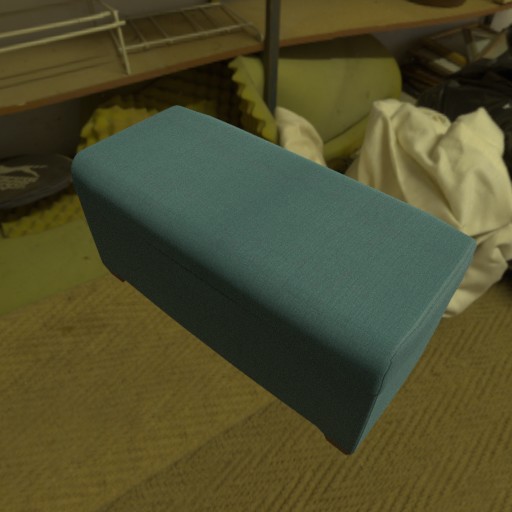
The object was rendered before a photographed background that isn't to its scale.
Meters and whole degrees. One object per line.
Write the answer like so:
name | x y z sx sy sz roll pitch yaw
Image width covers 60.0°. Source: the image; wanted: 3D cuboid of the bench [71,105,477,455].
bench | 0.000 0.000 1.246 0.995 0.474 0.476 31 53 27
